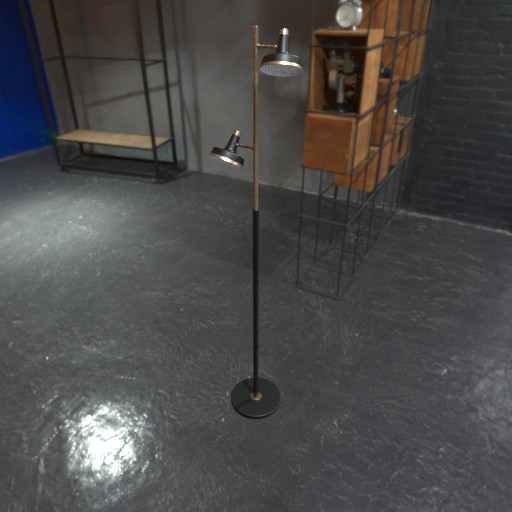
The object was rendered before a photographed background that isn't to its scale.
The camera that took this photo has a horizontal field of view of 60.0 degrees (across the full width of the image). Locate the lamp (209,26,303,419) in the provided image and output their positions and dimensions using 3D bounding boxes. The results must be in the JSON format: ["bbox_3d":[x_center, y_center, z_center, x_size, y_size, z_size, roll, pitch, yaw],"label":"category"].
[{"bbox_3d":[0.000,0.000,1.815,0.351,1.674,0.253,17,34,27],"label":"lamp"}]
